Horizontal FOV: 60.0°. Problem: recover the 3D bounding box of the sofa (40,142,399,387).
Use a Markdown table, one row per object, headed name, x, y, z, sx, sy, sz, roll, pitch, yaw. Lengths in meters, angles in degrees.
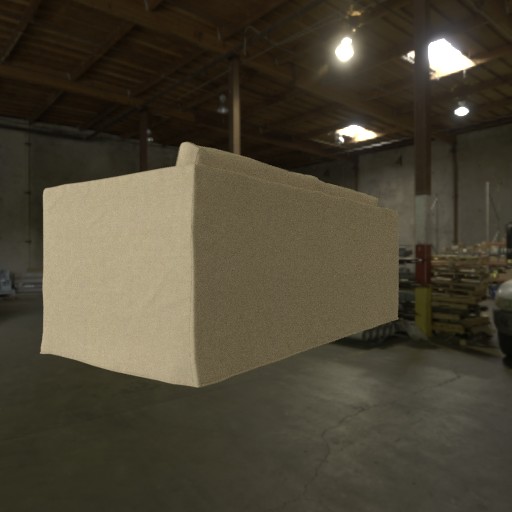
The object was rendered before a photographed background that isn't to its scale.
| name | x | y | z | sx | sy | sz | roll | pitch | yaw |
| --- | --- | --- | --- | --- | --- | --- | --- | --- | --- |
| sofa | 0.000 | 0.000 | 2.430 | 0.962 | 0.835 | 1.959 | 0 | 0 | 36 |
